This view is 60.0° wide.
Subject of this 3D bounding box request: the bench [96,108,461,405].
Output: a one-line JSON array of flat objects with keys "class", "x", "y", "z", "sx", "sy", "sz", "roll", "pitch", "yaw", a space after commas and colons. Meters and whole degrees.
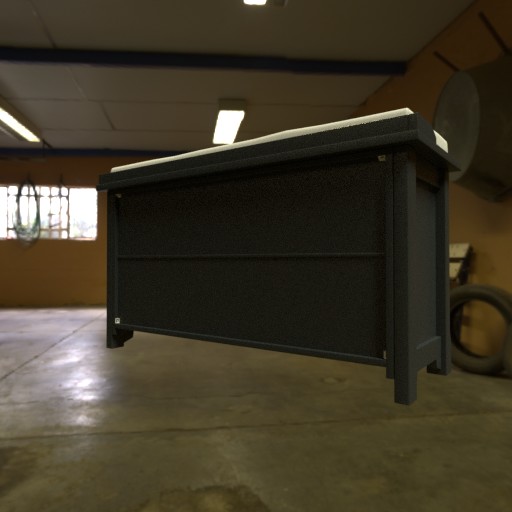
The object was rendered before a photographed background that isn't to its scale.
[{"class": "bench", "x": 0.000, "y": 0.000, "z": 1.213, "sx": 0.973, "sy": 0.561, "sz": 0.345, "roll": -1, "pitch": -1, "yaw": 36}]
